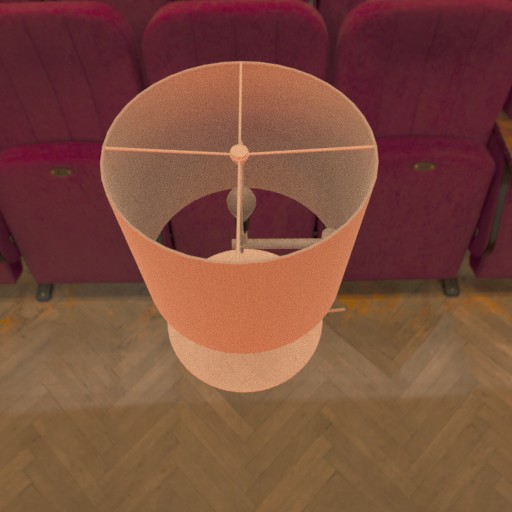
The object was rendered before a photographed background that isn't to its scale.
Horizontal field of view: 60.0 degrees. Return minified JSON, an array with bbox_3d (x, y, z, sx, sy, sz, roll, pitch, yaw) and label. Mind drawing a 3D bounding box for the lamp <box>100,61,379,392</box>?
[{"bbox_3d":[0.000,0.000,0.675,0.341,0.454,0.299,0,58,0],"label":"lamp"}]
